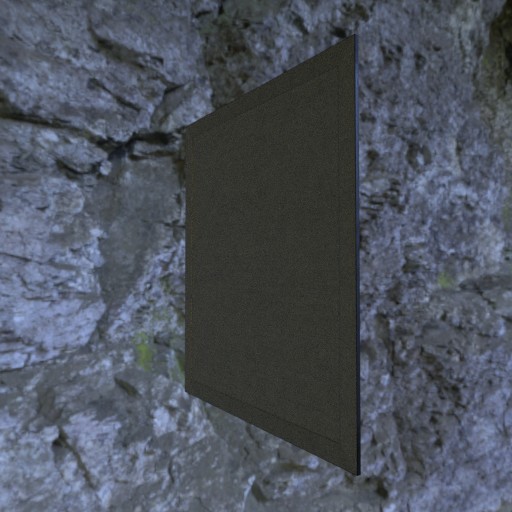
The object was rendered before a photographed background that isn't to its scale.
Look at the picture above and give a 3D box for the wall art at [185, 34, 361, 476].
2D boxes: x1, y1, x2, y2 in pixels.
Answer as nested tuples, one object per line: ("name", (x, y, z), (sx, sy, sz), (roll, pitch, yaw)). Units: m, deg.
("wall art", (0.000, 0.000, 0.617), (0.023, 0.457, 0.381), (1, -2, -36))
